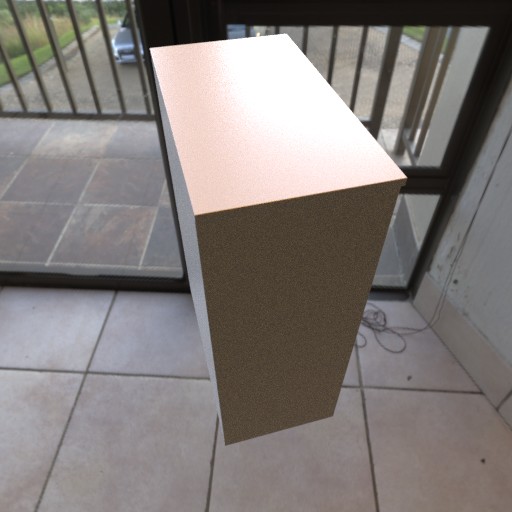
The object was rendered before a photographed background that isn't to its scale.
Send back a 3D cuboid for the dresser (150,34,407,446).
[{"bbox_3d":[0.000,0.000,1.366,0.401,1.021,0.704,-11,48,-10],"label":"dresser"}]
